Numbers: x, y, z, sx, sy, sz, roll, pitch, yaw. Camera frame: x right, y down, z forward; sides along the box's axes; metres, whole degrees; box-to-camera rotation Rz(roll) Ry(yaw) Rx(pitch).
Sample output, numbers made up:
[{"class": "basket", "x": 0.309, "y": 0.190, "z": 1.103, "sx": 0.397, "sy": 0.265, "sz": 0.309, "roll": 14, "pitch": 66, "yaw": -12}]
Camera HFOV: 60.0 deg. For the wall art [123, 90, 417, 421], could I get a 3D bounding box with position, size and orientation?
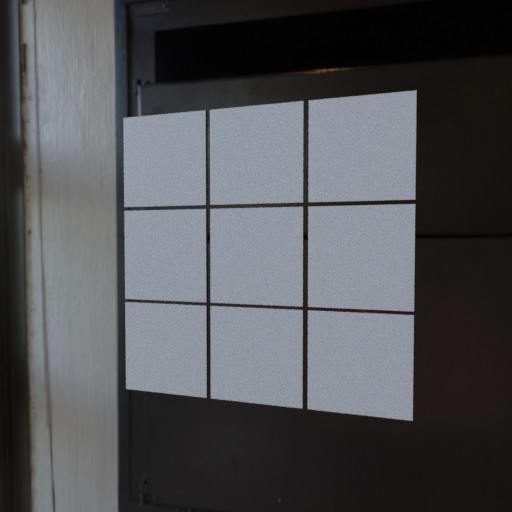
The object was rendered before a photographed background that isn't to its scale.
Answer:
[{"class": "wall art", "x": 0.000, "y": 0.000, "z": 1.860, "sx": 1.256, "sy": 1.246, "sz": 0.017, "roll": 1, "pitch": 2, "yaw": 17}]
